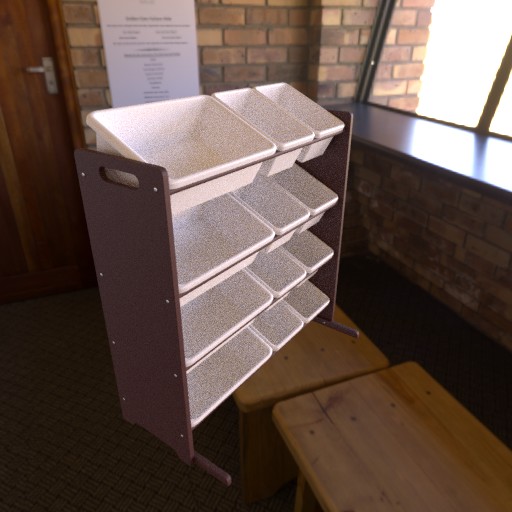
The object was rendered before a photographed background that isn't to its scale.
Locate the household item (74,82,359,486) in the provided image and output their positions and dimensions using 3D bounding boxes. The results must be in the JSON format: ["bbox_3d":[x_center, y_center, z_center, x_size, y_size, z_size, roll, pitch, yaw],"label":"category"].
[{"bbox_3d":[0.000,0.000,1.281,0.389,0.864,0.787,19,32,32],"label":"household item"}]
